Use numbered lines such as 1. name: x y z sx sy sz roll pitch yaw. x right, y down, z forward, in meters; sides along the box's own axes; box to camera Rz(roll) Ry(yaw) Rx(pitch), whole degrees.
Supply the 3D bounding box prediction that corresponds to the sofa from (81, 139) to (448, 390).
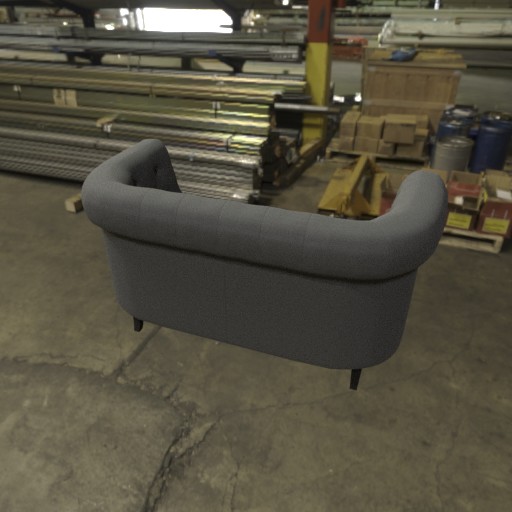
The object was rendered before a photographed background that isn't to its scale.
1. sofa: 0.000 0.000 2.087 1.558 0.827 0.835 11 33 17
